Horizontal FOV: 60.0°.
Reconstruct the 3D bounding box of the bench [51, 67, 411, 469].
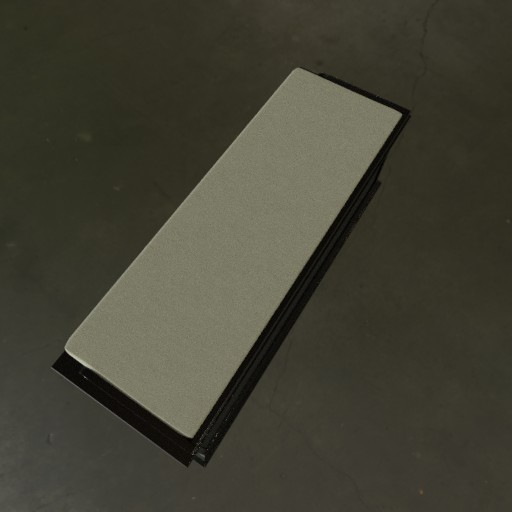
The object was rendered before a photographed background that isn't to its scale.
[{"bbox_3d":[0.000,0.000,1.403,0.402,0.501,1.185,30,68,13],"label":"bench"}]
